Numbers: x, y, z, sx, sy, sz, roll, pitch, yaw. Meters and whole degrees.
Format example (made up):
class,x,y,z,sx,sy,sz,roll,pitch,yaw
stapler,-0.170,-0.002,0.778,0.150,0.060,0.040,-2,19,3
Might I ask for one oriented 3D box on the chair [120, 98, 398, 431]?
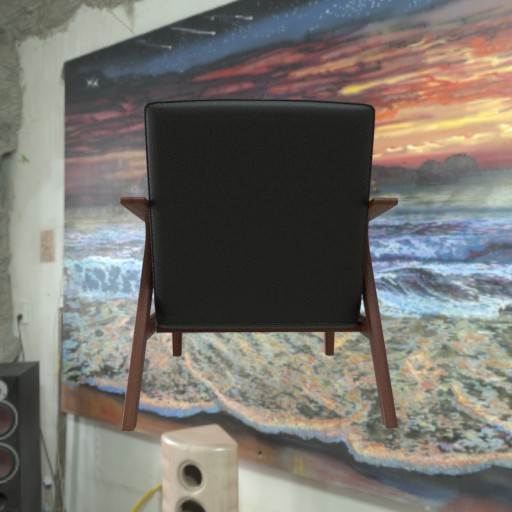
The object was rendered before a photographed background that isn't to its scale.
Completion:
class,x,y,z,sx,sy,sz,roll,pitch,yaw
chair,0.000,0.000,1.538,0.719,0.861,0.889,0,0,-2
